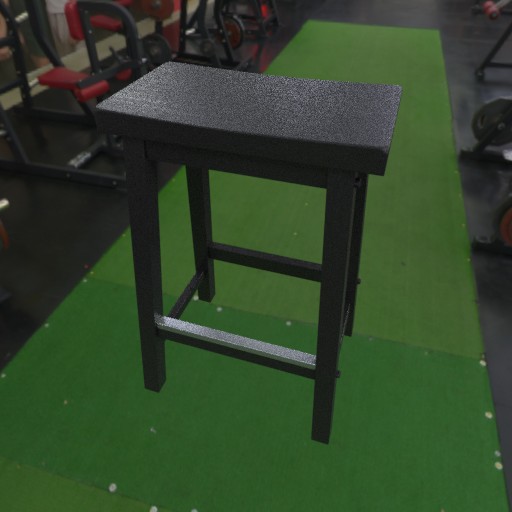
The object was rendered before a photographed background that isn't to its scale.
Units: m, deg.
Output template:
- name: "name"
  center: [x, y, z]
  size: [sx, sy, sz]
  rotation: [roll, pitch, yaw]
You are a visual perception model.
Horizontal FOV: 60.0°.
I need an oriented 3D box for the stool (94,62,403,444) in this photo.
- name: "stool"
  center: [0.000, 0.000, 0.844]
  size: [0.406, 0.610, 0.322]
  rotation: [12, 41, 14]
